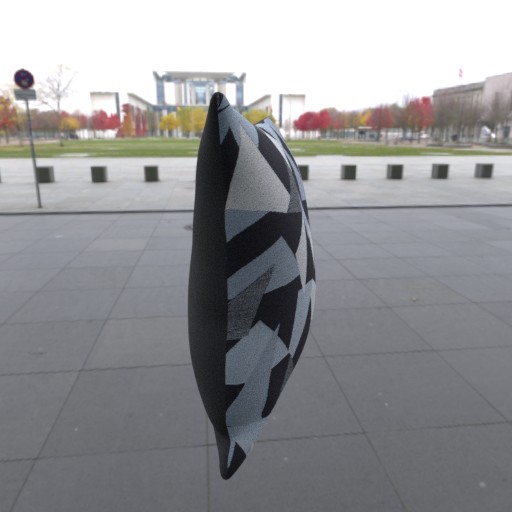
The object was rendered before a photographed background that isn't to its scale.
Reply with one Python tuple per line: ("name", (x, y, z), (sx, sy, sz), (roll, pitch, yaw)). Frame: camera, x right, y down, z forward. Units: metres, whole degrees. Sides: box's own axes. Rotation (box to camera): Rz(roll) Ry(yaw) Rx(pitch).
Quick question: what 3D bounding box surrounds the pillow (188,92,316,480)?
("pillow", (0.000, 0.000, 0.768), (0.208, 0.496, 0.503), (2, 16, 8))
